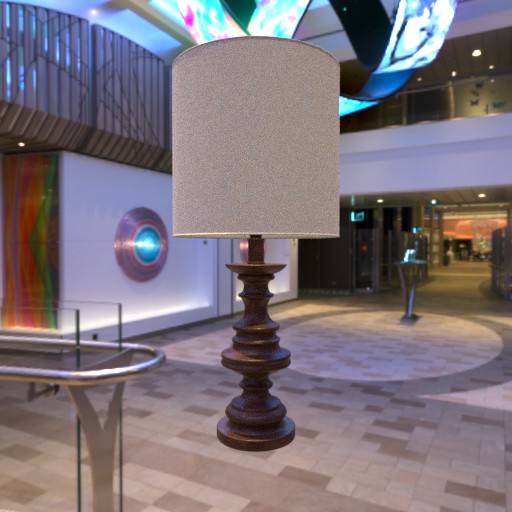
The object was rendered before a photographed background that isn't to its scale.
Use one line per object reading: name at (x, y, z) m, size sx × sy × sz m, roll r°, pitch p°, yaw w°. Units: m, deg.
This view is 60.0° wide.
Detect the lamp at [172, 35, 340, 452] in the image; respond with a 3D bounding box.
lamp at (0.000, 0.000, 0.562) m, size 0.208 × 0.455 × 0.208 m, roll 0°, pitch 1°, yaw -17°
